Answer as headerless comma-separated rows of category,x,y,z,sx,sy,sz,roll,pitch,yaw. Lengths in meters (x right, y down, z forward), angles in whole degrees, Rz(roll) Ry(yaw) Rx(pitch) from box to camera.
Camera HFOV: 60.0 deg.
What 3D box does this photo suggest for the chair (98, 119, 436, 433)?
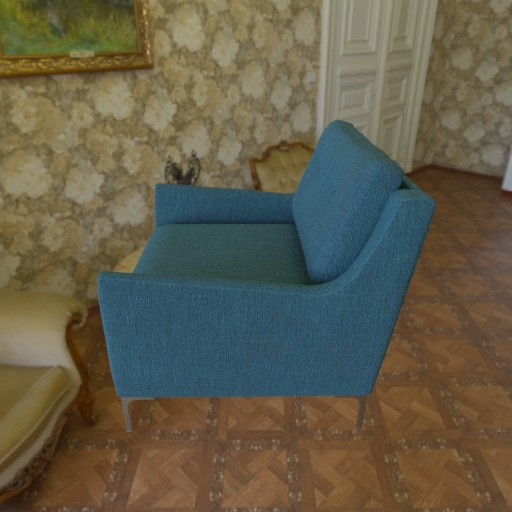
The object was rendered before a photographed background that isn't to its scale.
chair,0.000,0.000,1.551,0.849,0.828,0.847,0,26,-1
